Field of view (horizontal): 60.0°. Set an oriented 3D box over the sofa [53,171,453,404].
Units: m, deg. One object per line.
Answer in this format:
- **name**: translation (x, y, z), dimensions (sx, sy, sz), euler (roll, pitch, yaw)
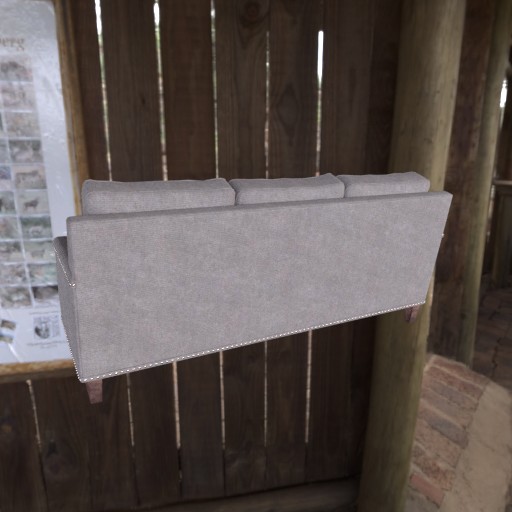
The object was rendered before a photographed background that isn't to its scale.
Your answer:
- **sofa**: translation (0.000, 0.000, 2.743), dimensions (2.226, 1.042, 1.034), euler (-7, 16, -27)
